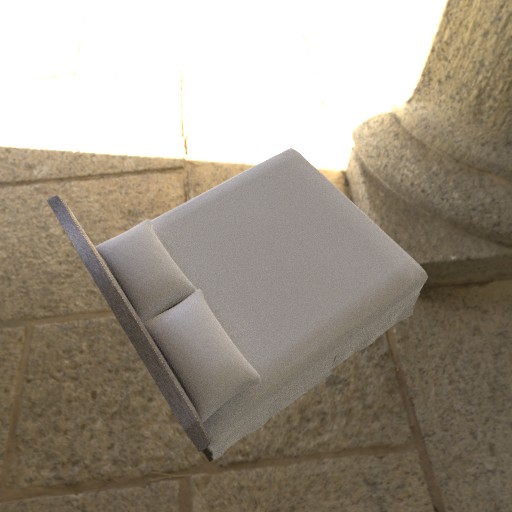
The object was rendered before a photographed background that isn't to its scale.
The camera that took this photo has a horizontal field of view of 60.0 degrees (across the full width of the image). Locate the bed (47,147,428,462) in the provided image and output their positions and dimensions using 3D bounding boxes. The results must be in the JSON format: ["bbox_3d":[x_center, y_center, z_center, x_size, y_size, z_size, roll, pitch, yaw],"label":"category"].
[{"bbox_3d":[0.000,0.000,2.916,1.870,1.295,1.610,-31,63,-18],"label":"bed"}]
